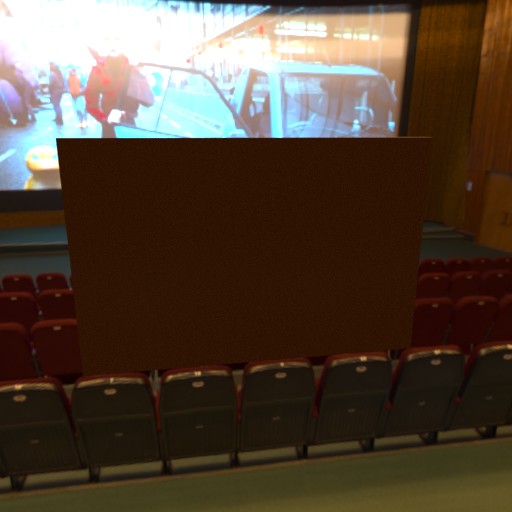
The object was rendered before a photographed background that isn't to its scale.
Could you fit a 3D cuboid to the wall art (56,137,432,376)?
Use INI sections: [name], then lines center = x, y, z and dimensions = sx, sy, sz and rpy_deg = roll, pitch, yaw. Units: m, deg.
[wall art]
center = 0.000, 0.000, 1.180
dimensions = 0.932, 0.610, 0.027
rpy_deg = -3, 16, -9
